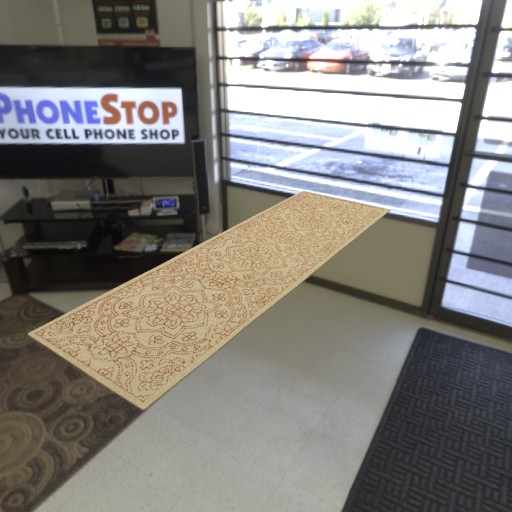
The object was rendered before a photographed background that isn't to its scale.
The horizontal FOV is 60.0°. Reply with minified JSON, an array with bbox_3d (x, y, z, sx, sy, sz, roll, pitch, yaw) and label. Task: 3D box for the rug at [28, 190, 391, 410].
[{"bbox_3d":[0.000,0.000,2.667,0.769,0.012,2.448,18,32,31],"label":"rug"}]
